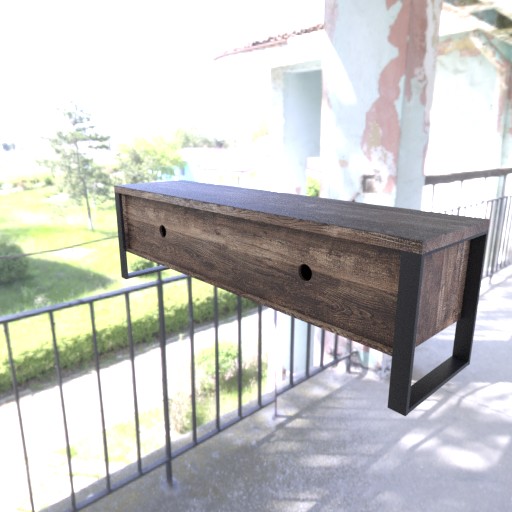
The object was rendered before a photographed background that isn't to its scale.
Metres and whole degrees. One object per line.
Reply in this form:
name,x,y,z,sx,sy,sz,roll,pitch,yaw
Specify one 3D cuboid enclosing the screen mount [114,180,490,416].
screen mount,0.000,0.000,1.715,0.395,0.450,1.524,-14,20,-41
